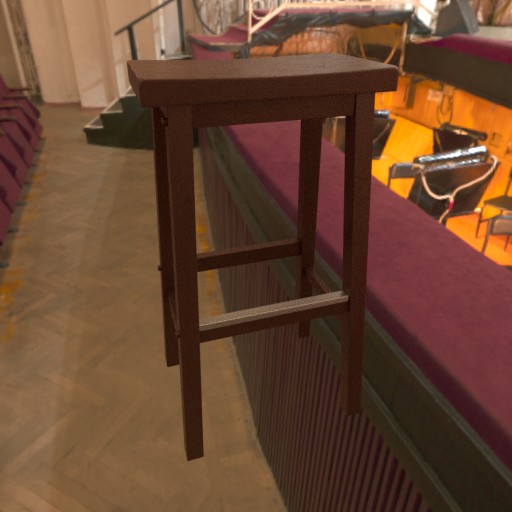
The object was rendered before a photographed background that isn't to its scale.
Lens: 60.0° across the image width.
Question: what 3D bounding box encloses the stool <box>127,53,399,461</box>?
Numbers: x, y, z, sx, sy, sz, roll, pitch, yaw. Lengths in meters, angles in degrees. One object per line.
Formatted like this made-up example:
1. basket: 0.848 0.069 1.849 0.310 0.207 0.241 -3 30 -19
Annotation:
1. stool: 0.000 0.000 0.924 0.406 0.742 0.322 -9 31 -16
